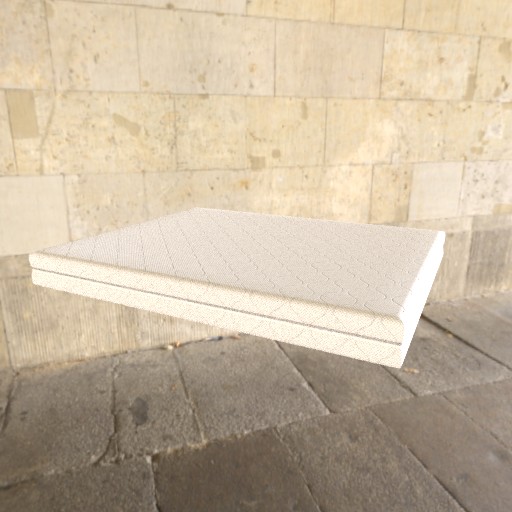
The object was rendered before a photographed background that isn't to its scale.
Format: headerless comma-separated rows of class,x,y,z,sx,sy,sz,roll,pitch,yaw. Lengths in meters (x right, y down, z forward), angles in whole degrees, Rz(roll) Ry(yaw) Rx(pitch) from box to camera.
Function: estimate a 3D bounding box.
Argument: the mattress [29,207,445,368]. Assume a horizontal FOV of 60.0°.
mattress,0.000,0.000,2.704,2.000,0.200,1.600,8,18,26
